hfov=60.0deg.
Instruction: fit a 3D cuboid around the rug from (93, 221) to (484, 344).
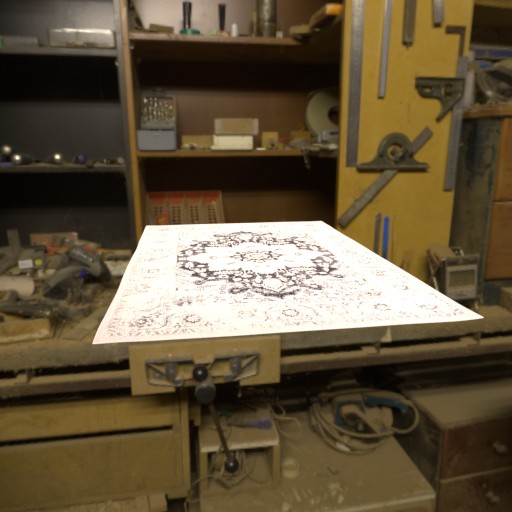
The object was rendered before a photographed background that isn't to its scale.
[{"bbox_3d":[0.000,0.000,2.211,1.223,0.008,1.813,-2,15,-8],"label":"rug"}]
